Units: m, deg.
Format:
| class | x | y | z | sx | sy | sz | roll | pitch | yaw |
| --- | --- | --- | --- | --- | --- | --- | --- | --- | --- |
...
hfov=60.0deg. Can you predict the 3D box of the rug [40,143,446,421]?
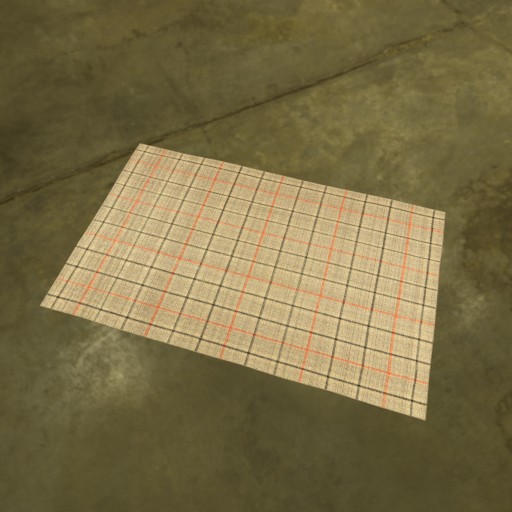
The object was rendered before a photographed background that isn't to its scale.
| class | x | y | z | sx | sy | sz | roll | pitch | yaw |
| --- | --- | --- | --- | --- | --- | --- | --- | --- | --- |
| rug | 0.000 | 0.000 | 3.044 | 2.439 | 0.015 | 1.524 | 14 | 59 | 9 |
